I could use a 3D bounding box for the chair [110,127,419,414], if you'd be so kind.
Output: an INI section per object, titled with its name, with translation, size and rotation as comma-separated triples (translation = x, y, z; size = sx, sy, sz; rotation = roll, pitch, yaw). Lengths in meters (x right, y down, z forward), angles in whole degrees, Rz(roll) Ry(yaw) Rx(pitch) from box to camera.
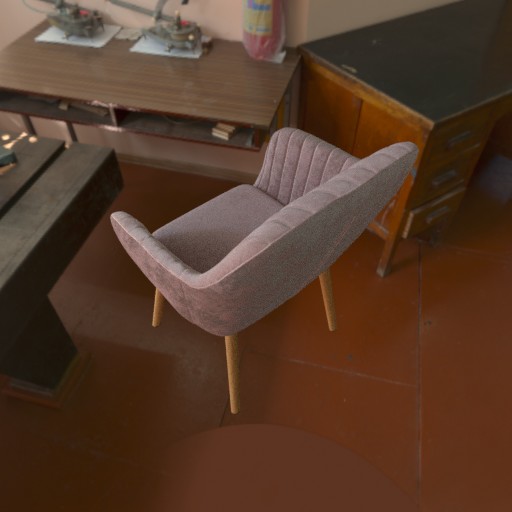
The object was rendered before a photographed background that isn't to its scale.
[chair]
translation = 0.000, 0.000, 1.236
size = 0.610, 0.832, 0.570
rotation = -33, 56, -27
